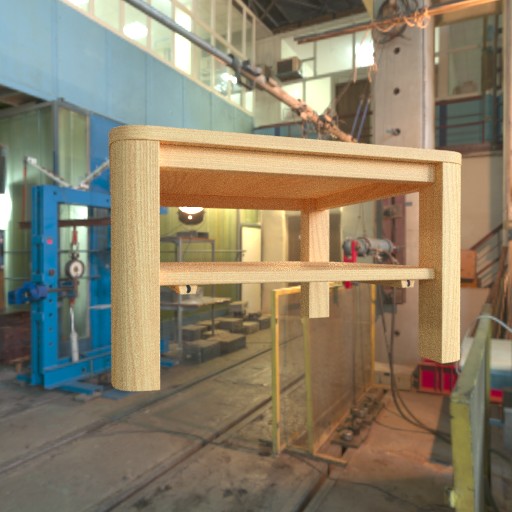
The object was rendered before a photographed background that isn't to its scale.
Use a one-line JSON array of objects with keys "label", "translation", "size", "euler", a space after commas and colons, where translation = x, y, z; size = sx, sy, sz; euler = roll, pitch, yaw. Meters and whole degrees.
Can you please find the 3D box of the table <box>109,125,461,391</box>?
[{"label": "table", "translation": [0.000, 0.000, 1.200], "size": [0.750, 0.450, 0.750], "euler": [0, 1, -18]}]
